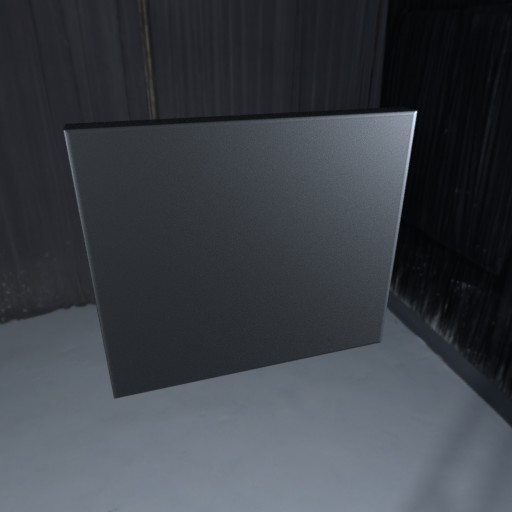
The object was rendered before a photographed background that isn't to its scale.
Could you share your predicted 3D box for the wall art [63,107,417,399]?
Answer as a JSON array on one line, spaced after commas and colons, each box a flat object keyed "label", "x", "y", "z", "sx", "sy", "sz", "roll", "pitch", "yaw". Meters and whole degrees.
[{"label": "wall art", "x": 0.000, "y": 0.000, "z": 0.543, "sx": 0.380, "sy": 0.330, "sz": 0.028, "roll": -8, "pitch": 28, "yaw": -16}]
